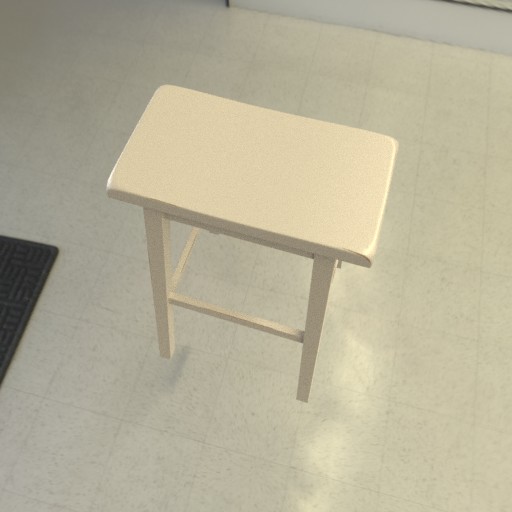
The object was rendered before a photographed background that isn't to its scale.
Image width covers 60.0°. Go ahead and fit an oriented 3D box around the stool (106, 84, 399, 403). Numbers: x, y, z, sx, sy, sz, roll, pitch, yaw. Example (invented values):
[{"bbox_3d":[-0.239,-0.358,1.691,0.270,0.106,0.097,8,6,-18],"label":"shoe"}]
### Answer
[{"bbox_3d":[0.000,0.000,1.069,0.457,0.737,0.476,16,66,7],"label":"stool"}]
